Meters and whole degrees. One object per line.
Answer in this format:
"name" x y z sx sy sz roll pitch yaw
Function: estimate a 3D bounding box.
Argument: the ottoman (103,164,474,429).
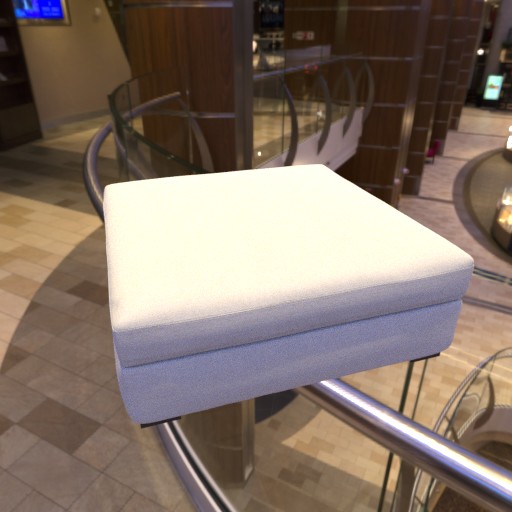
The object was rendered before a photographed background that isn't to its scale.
"ottoman" 0.000 0.000 1.820 1.167 0.482 1.163 -9 29 -16
